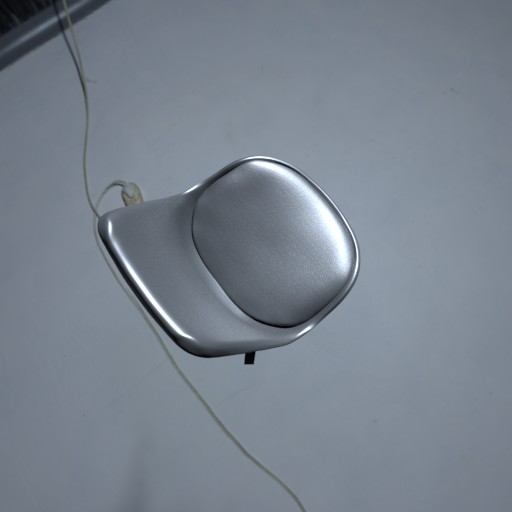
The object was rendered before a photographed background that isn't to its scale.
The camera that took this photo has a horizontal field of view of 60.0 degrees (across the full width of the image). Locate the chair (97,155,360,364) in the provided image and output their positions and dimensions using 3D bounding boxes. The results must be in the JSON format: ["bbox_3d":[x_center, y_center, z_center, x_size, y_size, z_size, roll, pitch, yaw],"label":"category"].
[{"bbox_3d":[0.000,0.000,1.200,0.530,0.850,0.485,-37,80,-8],"label":"chair"}]
